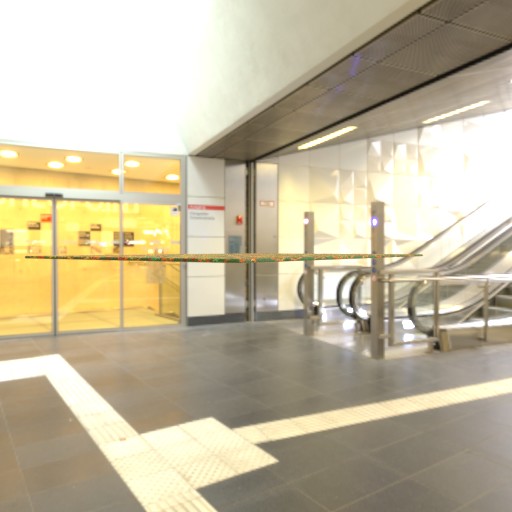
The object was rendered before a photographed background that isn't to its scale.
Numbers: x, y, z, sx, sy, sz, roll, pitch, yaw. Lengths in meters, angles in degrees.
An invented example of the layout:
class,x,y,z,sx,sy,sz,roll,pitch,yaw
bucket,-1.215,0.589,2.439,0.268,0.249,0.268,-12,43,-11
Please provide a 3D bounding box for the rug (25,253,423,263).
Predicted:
class,x,y,z,sx,sy,sz,roll,pitch,yaw
rug,0.000,0.000,2.943,1.527,0.016,2.290,1,1,36
